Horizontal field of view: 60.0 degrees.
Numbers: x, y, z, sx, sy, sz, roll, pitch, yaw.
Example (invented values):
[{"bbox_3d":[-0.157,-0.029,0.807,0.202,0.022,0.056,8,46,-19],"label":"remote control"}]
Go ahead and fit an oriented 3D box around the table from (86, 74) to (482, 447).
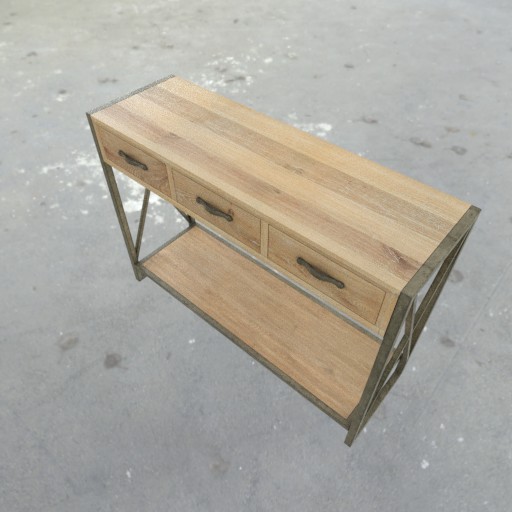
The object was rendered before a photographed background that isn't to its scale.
[{"bbox_3d":[0.000,0.000,1.436,1.059,0.763,0.361,32,54,27],"label":"table"}]
